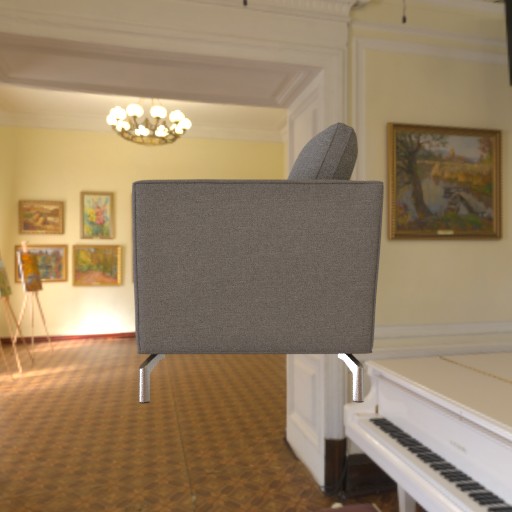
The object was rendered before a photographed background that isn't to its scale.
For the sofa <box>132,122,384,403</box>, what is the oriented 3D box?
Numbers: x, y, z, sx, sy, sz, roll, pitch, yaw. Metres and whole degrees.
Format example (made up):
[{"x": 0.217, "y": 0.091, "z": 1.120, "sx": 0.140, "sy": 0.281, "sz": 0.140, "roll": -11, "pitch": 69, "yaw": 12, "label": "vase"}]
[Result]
[{"x": 0.000, "y": 0.000, "z": 2.156, "sx": 0.803, "sy": 0.924, "sz": 1.594, "roll": 0, "pitch": 0, "yaw": -1, "label": "sofa"}]
